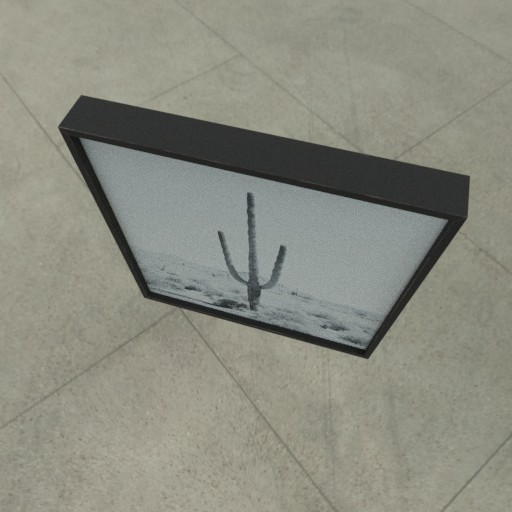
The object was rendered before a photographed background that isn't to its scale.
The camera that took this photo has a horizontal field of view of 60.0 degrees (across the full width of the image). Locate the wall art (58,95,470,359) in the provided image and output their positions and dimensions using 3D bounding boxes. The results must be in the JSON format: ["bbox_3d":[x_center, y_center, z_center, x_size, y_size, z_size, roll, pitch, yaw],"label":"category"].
[{"bbox_3d":[0.000,0.000,0.457,0.305,0.305,0.038,14,60,8],"label":"wall art"}]
